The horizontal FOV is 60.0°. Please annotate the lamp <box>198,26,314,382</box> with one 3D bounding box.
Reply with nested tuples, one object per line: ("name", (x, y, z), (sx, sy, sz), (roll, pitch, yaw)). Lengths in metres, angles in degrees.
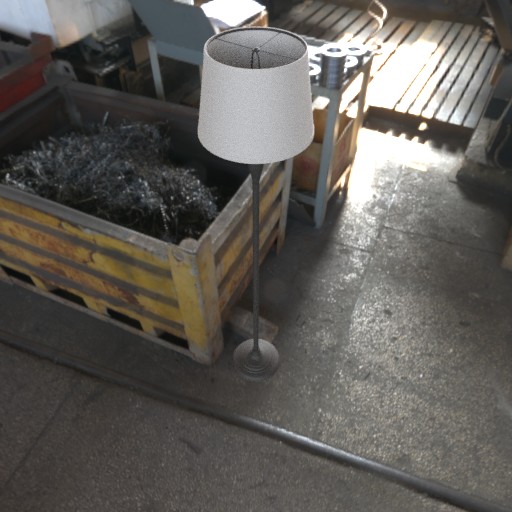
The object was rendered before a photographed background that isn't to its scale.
("lamp", (0.000, 0.000, 1.633), (0.327, 1.506, 0.327), (-10, 48, -9))
